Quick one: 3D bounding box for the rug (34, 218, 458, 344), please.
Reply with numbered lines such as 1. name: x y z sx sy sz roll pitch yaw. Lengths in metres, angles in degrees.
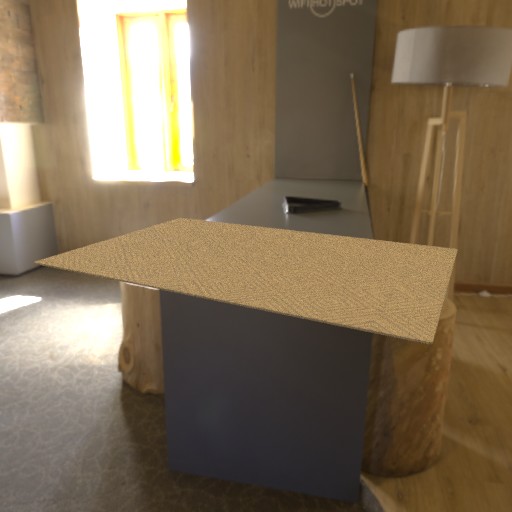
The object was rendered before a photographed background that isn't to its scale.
1. rug: 0.000 0.000 2.180 1.753 0.008 1.143 8 19 26
